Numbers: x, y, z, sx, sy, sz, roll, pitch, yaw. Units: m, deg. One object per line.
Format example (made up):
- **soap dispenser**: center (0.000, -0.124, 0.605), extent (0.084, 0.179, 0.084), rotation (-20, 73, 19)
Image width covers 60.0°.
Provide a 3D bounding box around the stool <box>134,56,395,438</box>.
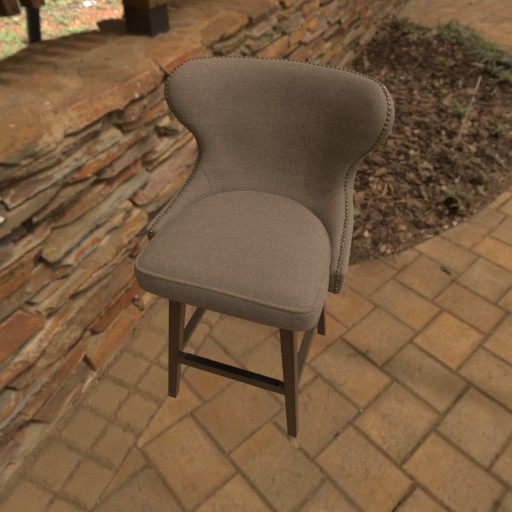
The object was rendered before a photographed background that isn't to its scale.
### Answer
- **stool**: center (0.000, 0.000, 1.328), extent (0.615, 0.972, 0.597), rotation (13, 43, 14)
